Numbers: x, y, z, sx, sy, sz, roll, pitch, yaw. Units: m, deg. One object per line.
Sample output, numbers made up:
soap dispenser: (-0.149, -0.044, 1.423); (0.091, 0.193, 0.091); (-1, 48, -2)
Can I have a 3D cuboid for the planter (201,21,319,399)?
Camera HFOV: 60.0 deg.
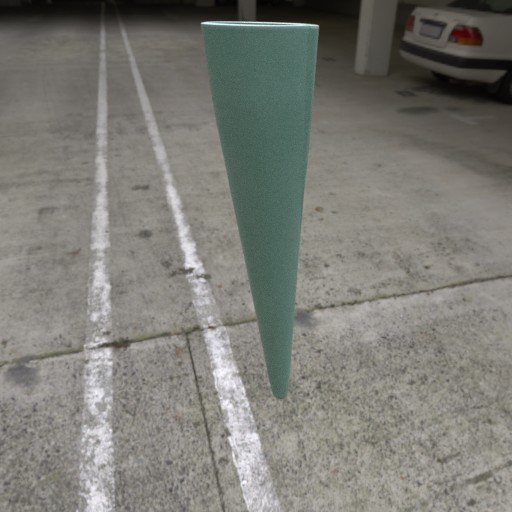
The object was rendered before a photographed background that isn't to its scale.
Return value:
planter: (0.000, 0.000, 0.287); (0.055, 0.268, 0.054); (-8, 30, -14)
